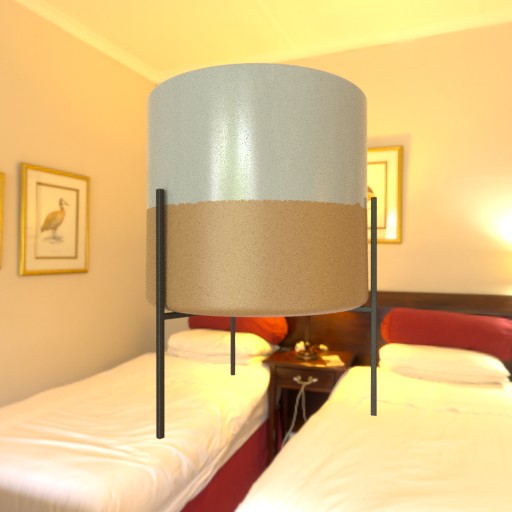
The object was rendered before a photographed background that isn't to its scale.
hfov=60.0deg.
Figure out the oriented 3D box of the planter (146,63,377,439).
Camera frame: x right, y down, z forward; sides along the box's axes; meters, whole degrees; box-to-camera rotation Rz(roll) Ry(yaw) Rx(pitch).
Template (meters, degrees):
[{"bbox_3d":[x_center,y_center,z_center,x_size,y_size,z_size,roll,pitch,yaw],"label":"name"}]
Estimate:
[{"bbox_3d":[0.000,0.000,0.720,0.348,0.480,0.360,0,0,-15],"label":"planter"}]
